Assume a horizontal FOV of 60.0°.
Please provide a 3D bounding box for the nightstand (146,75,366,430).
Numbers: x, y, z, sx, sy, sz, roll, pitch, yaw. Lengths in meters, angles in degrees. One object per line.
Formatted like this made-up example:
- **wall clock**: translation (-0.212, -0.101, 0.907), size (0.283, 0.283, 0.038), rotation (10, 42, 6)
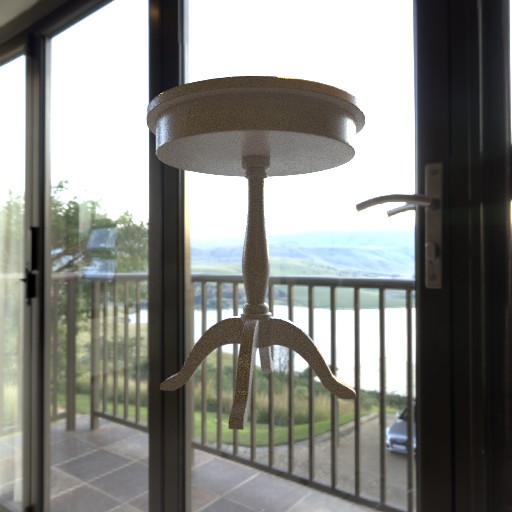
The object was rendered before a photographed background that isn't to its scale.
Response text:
- **nightstand**: translation (0.000, 0.000, 1.058), size (0.513, 0.653, 0.513), rotation (0, -1, 18)
